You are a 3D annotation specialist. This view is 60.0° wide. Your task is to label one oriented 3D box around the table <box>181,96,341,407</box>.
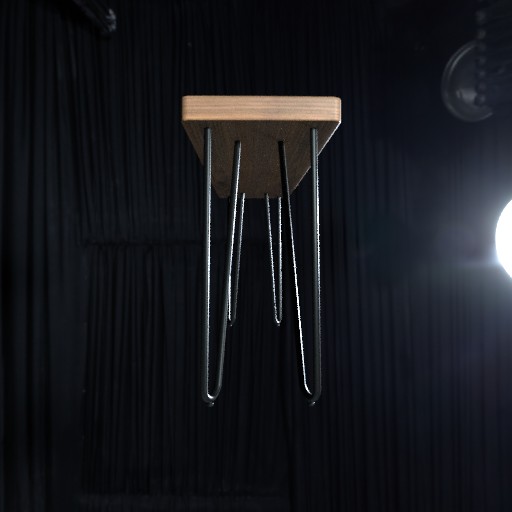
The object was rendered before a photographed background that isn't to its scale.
[{"bbox_3d":[0.000,0.000,1.935,0.425,0.834,1.570,0,0,-1],"label":"table"}]
